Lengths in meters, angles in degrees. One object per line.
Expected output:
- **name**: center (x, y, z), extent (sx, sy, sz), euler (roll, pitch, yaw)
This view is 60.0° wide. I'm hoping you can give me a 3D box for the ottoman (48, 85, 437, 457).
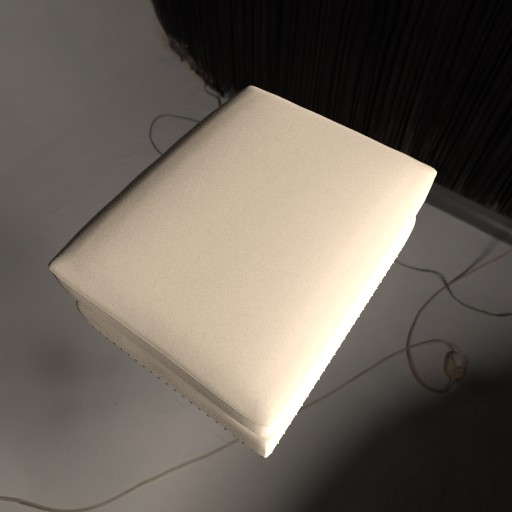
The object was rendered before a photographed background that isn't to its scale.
- **ottoman**: center (0.000, 0.000, 1.145), extent (0.584, 0.513, 0.741), euler (31, 63, 18)
